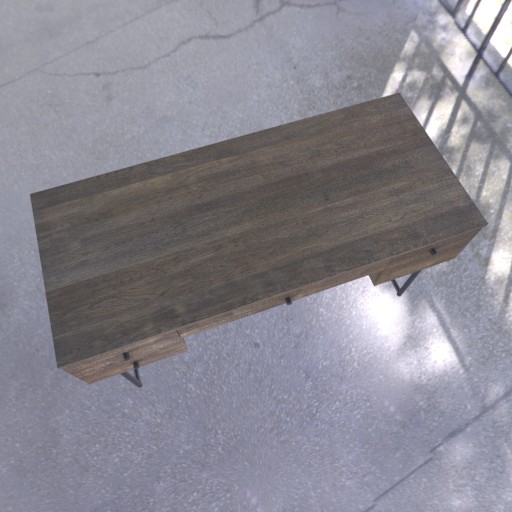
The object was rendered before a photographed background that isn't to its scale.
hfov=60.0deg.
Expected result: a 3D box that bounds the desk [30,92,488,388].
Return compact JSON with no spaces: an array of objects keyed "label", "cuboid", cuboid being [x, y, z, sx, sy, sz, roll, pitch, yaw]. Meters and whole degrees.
[{"label":"desk","cuboid":[0.000,0.000,2.034,1.600,0.780,0.730,-18,65,-8]}]
